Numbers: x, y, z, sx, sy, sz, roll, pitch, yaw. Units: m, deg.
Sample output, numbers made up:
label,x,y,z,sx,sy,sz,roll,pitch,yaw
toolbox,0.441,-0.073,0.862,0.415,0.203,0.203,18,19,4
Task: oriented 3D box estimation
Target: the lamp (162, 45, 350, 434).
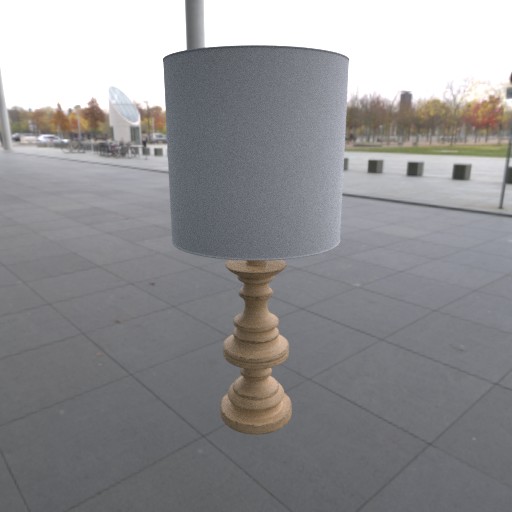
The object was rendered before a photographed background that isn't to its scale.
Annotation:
label,x,y,z,sx,sy,sz,roll,pitch,yaw
lamp,0.000,0.000,0.564,0.208,0.455,0.208,-8,17,-25
